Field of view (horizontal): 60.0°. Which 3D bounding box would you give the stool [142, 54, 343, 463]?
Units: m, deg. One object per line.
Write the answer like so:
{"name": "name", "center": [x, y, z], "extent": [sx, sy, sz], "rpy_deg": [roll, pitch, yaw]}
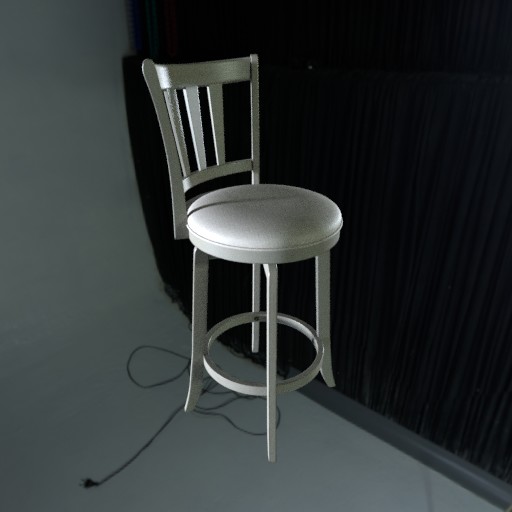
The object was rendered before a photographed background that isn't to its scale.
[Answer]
{"name": "stool", "center": [0.000, 0.000, 1.276], "extent": [0.475, 1.042, 0.436], "rpy_deg": [17, 31, 31]}
